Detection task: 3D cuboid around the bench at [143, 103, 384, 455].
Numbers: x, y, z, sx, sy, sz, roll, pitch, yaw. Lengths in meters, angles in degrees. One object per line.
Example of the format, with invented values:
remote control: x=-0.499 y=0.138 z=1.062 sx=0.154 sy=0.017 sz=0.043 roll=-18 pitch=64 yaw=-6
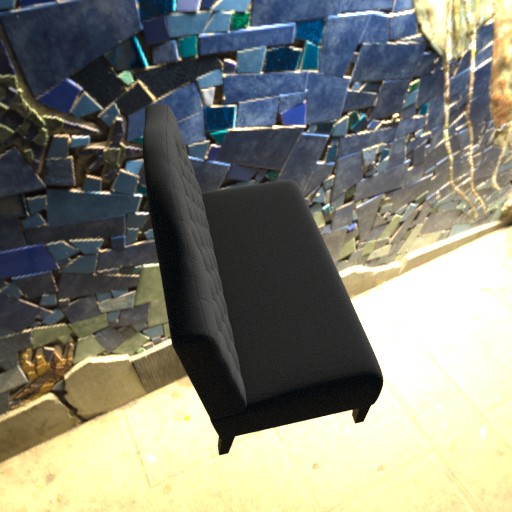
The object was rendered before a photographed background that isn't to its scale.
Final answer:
bench: x=0.000 y=0.000 z=2.059 sx=0.815 sy=1.180 sz=1.335 roll=-10 pitch=49 yaw=-8
